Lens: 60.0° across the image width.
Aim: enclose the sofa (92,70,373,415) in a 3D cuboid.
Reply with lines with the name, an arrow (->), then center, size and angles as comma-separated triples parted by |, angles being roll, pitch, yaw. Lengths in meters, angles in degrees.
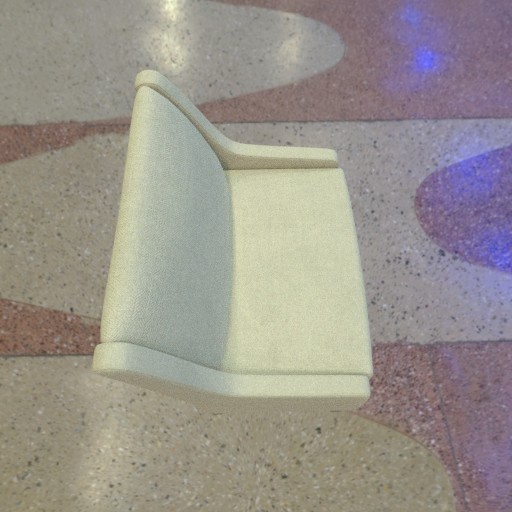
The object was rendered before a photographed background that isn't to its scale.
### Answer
sofa -> 0.000, 0.000, 1.919 | 0.946, 0.976, 1.212 | -1, 62, -1
